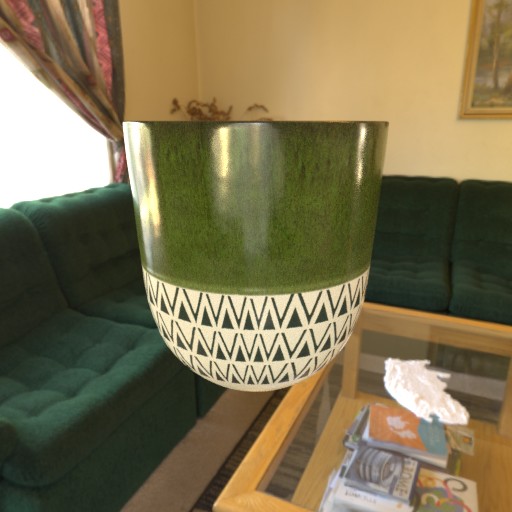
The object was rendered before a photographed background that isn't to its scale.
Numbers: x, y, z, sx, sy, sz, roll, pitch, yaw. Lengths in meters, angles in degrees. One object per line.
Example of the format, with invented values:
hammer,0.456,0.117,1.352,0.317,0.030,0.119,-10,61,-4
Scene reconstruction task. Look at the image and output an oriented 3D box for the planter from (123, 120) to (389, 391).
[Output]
planter,0.000,0.000,0.463,0.245,0.270,0.245,0,17,0
